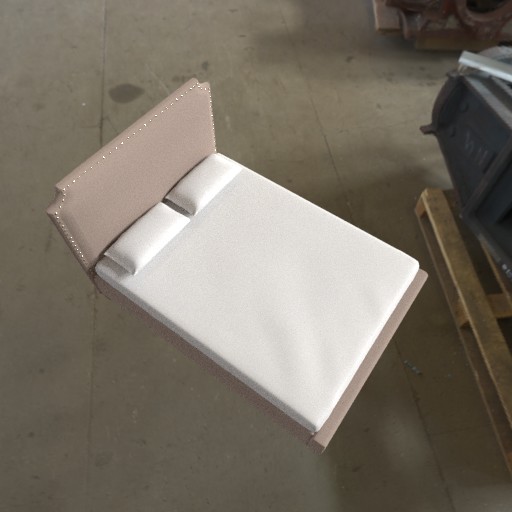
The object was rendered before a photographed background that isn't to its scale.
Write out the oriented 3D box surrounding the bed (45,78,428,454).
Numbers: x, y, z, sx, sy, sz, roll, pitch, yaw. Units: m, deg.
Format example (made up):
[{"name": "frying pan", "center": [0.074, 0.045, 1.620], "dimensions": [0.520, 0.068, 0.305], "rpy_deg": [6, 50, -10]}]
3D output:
[{"name": "bed", "center": [0.000, 0.000, 3.501], "dimensions": [2.372, 1.443, 1.713], "rpy_deg": [32, 63, 18]}]
